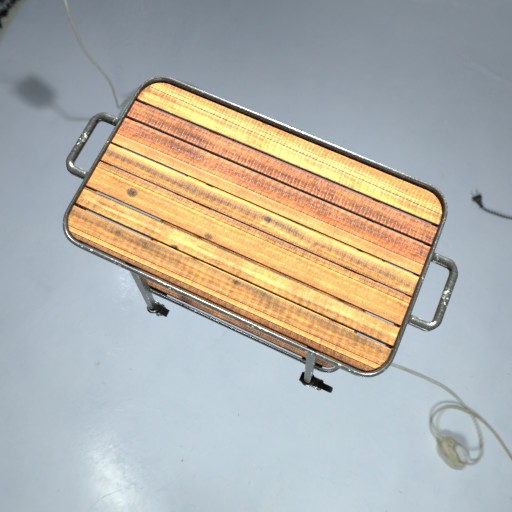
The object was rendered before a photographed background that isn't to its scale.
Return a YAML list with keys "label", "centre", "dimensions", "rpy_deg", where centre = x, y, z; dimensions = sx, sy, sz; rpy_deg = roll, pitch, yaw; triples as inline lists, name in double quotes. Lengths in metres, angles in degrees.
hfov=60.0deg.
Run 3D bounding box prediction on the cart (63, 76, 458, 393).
- label: "cart"
  centre: [0.000, 0.000, 1.212]
  dimensions: [0.806, 0.700, 0.515]
  rpy_deg: [24, 78, 6]
